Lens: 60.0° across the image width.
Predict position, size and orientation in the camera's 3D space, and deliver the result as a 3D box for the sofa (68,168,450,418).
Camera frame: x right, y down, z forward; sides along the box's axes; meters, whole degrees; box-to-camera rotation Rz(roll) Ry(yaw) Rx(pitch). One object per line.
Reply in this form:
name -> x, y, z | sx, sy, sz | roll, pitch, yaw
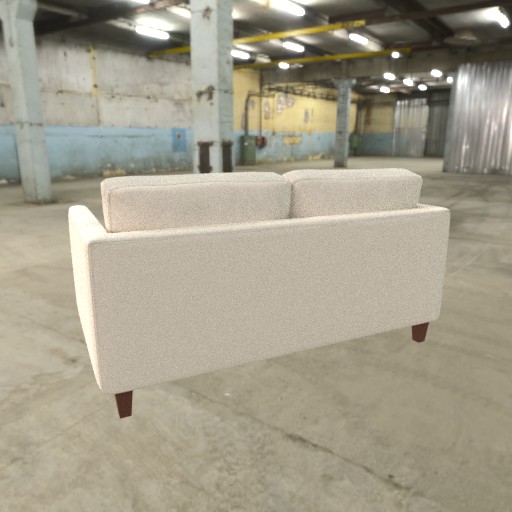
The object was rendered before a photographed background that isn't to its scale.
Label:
sofa -> 0.000, 0.000, 2.265 | 1.702, 0.888, 0.964 | -7, 16, -25
